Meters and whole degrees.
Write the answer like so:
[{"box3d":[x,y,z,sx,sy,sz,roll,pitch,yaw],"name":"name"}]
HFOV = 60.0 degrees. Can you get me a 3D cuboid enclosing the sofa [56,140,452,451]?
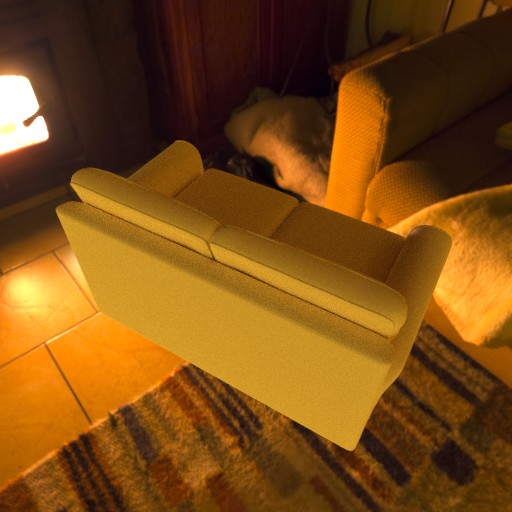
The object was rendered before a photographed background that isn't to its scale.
[{"box3d":[0.000,0.000,2.321,1.727,0.940,0.991,23,51,21],"name":"sofa"}]
